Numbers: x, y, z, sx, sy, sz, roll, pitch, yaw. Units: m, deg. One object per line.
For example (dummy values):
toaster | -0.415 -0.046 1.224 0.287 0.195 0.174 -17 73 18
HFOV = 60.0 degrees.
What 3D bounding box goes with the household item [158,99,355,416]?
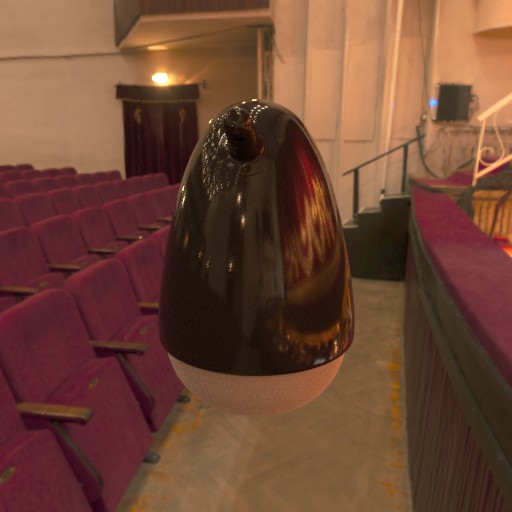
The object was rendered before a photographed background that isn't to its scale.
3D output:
household item | 0.000 0.000 0.226 0.102 0.152 0.104 2 14 8
